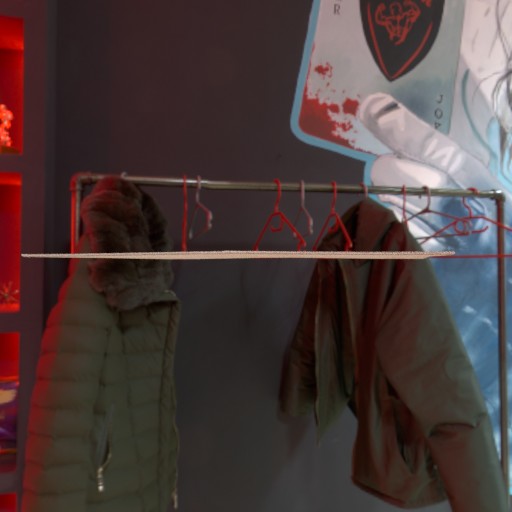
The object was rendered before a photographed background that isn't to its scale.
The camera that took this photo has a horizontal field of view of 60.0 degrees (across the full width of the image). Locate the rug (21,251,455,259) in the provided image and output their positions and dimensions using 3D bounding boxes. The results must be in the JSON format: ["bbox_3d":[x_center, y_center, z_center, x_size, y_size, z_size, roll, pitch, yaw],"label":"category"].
[{"bbox_3d":[0.000,0.000,4.241,3.202,0.045,2.434,0,-1,17],"label":"rug"}]
